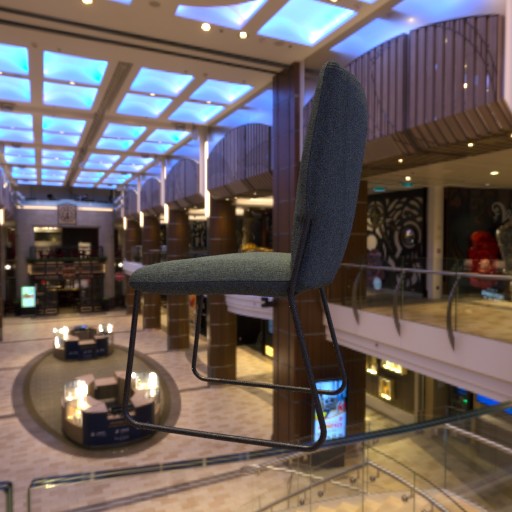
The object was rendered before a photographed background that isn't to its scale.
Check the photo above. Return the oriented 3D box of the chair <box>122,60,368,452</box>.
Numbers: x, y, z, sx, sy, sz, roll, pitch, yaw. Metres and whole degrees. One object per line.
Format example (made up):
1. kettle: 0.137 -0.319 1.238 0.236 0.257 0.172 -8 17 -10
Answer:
1. chair: 0.000 0.000 1.314 0.635 0.931 0.480 1 2 18
